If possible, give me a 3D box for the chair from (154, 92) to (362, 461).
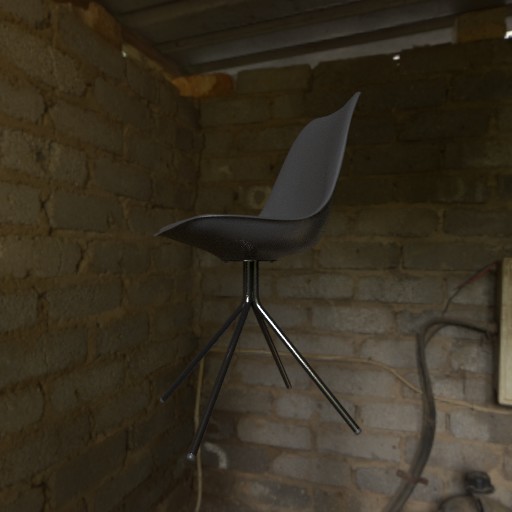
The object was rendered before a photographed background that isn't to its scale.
[{"bbox_3d":[0.000,0.000,1.176,0.525,0.850,0.461,0,0,-20],"label":"chair"}]
